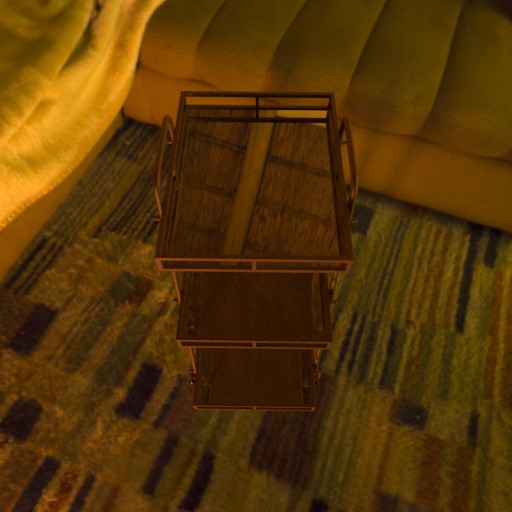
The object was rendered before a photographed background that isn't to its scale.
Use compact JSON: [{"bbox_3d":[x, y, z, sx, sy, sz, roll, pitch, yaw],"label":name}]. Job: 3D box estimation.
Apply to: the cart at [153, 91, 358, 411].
[{"bbox_3d":[0.000,0.000,1.295,0.441,0.883,0.711,1,58,0],"label":"cart"}]
